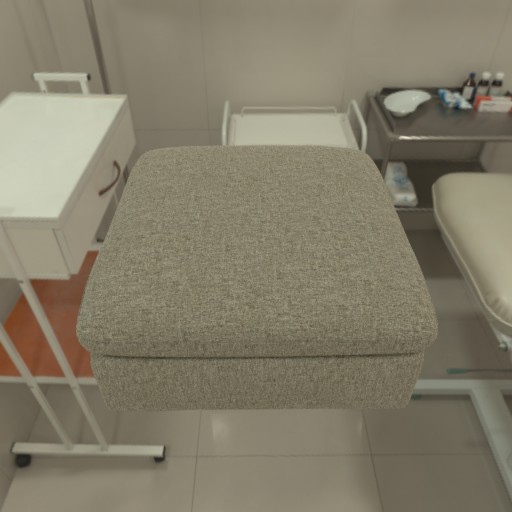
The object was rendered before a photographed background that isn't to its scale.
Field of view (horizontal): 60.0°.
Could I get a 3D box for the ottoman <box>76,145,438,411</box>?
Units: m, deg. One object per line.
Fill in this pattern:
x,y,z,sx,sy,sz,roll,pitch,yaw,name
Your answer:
0.000,0.000,1.662,1.035,0.526,1.039,0,42,0,ottoman
